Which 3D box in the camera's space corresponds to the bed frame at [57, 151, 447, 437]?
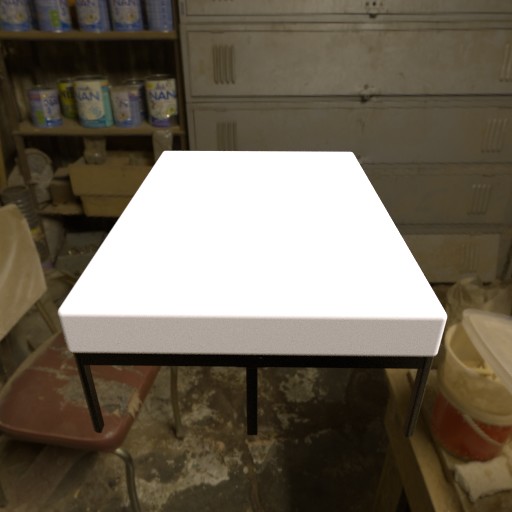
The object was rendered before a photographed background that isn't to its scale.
[{"bbox_3d":[0.000,0.000,2.577,1.408,0.659,1.956,0,30,1],"label":"bed frame"}]
